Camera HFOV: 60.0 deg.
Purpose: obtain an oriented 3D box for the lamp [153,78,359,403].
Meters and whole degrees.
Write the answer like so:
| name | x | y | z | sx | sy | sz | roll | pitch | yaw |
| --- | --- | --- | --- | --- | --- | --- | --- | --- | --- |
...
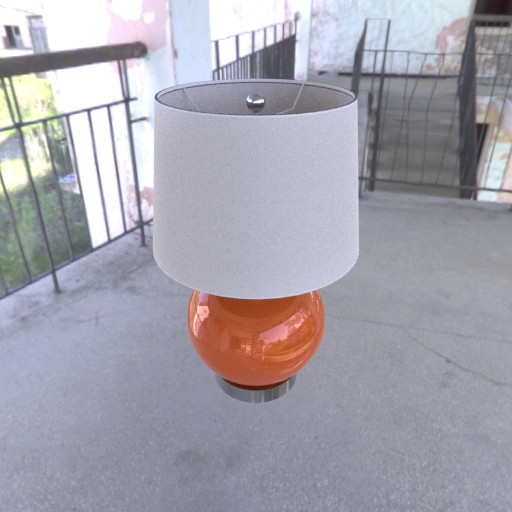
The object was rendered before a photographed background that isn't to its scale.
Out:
| name | x | y | z | sx | sy | sz | roll | pitch | yaw |
| --- | --- | --- | --- | --- | --- | --- | --- | --- | --- |
| lamp | 0.000 | 0.000 | 0.552 | 0.247 | 0.387 | 0.247 | 0 | 30 | 0 |
